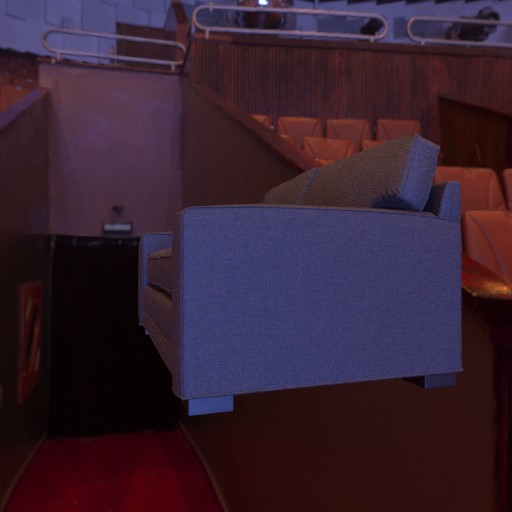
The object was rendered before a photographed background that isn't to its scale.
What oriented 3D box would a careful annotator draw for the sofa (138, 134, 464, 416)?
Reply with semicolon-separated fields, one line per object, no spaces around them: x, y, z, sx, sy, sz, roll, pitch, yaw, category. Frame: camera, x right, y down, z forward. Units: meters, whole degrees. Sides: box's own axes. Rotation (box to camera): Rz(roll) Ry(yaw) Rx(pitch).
0.000;0.000;2.072;0.974;0.887;1.534;0;0;-19;sofa
